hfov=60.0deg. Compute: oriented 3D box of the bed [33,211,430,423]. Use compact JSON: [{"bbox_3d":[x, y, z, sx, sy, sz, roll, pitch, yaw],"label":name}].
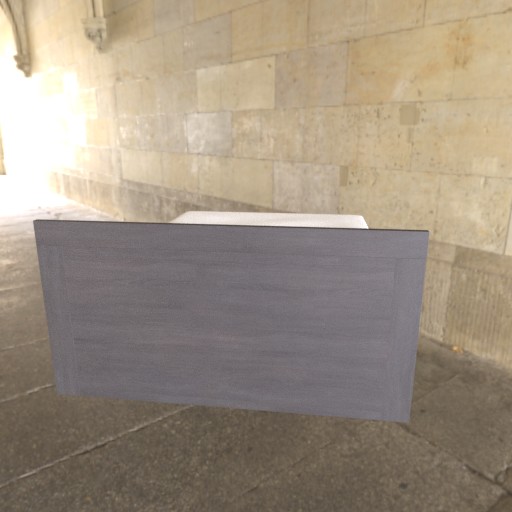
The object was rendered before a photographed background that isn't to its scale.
[{"bbox_3d":[0.000,0.000,2.834,1.585,0.823,2.073,2,16,7],"label":"bed"}]
